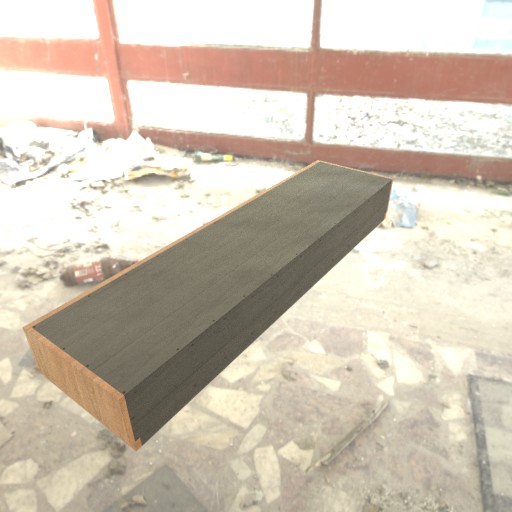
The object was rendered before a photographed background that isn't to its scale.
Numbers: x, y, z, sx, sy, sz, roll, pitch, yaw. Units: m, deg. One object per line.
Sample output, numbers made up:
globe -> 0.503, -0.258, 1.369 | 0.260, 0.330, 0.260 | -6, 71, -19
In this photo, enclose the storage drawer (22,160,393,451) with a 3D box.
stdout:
storage drawer -> 0.000, 0.000, 2.164 | 0.538, 0.264, 2.032 | 22, 38, 30
